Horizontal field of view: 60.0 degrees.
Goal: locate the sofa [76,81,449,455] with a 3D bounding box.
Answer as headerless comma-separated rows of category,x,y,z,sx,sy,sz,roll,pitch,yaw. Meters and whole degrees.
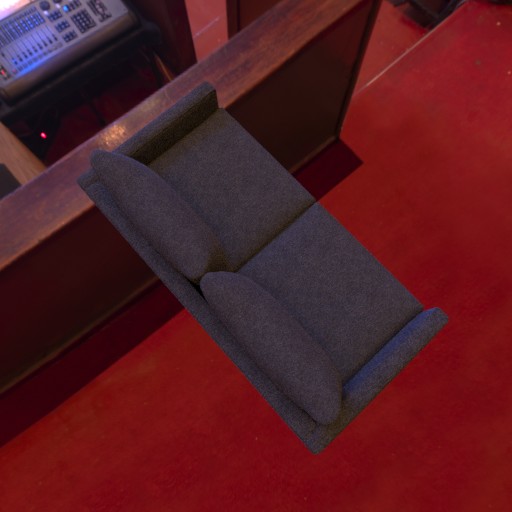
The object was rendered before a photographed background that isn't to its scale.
sofa,0.000,0.000,2.254,0.866,0.862,1.716,-41,79,-10
